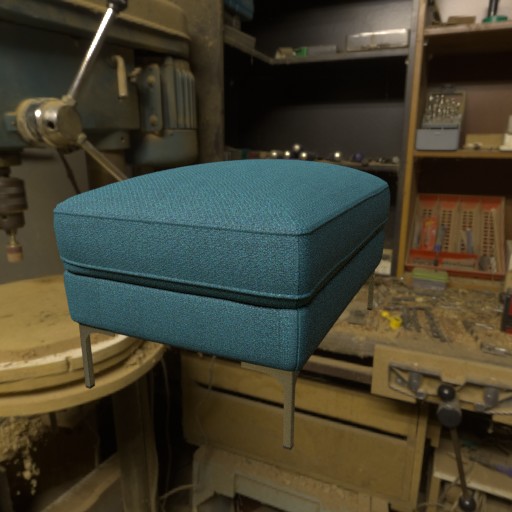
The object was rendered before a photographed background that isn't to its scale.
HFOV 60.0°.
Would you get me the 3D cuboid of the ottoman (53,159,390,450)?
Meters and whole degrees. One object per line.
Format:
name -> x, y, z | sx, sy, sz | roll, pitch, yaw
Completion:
ottoman -> 0.000, 0.000, 1.187 | 0.563, 0.498, 0.856 | 7, 16, 24
